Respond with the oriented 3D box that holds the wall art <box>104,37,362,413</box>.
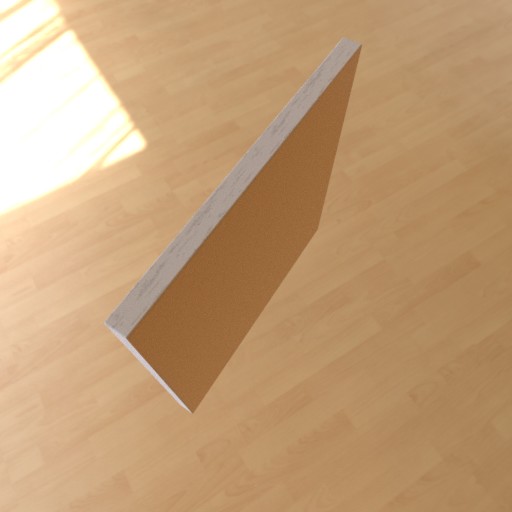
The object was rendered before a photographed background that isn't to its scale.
[{"bbox_3d":[0.000,0.000,1.916,0.078,1.288,1.287,30,66,14],"label":"wall art"}]
